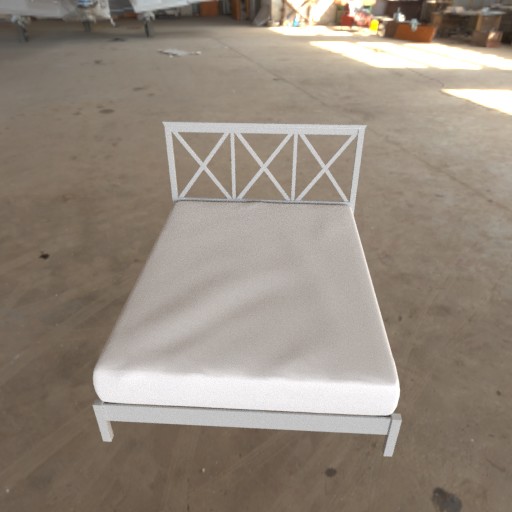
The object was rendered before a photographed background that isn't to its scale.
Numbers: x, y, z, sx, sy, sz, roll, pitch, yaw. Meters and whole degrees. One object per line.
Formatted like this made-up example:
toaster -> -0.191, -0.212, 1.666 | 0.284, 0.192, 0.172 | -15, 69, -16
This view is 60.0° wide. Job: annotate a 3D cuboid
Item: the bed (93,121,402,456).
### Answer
bed -> 0.000, 0.000, 3.081 | 1.673, 1.253, 2.135 | 2, 32, 3
